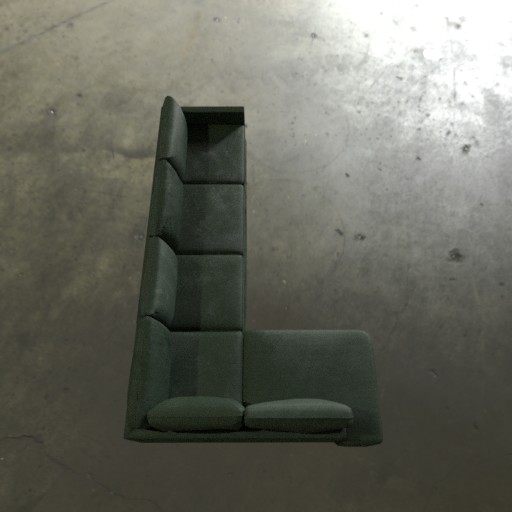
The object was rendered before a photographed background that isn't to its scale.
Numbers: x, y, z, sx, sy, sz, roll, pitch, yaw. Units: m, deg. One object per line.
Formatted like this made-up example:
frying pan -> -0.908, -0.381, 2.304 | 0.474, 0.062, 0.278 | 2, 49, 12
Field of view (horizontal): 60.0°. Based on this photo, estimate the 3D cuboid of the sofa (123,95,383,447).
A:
sofa -> 0.000, 0.000, 4.296 | 2.048, 0.996, 3.384 | 0, 65, 0
